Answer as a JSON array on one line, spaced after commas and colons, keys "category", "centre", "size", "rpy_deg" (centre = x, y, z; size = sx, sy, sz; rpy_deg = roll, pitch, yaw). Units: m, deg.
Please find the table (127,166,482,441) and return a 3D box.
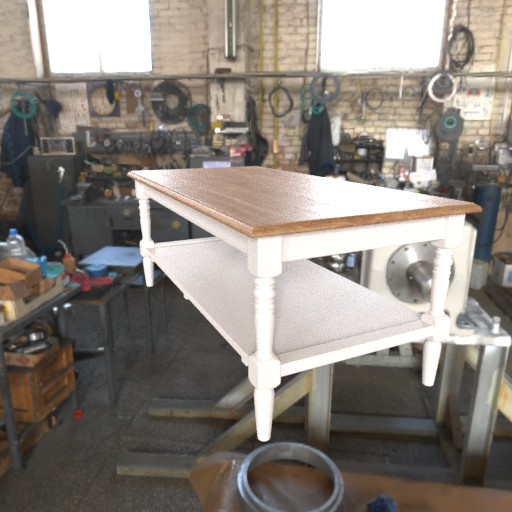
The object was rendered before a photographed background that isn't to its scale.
[{"category": "table", "centre": [0.000, 0.000, 1.395], "size": [0.559, 0.458, 1.118], "rpy_deg": [-8, 18, -25]}]
